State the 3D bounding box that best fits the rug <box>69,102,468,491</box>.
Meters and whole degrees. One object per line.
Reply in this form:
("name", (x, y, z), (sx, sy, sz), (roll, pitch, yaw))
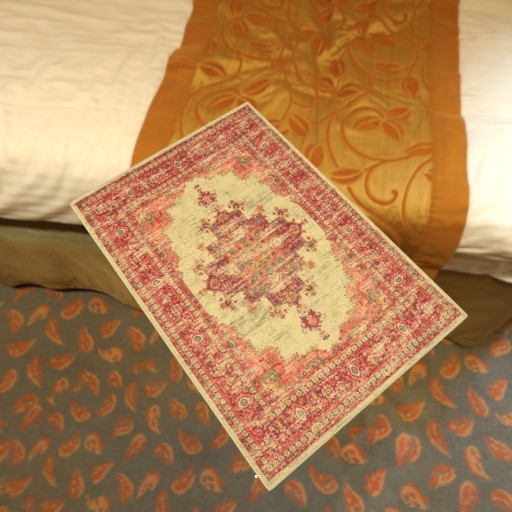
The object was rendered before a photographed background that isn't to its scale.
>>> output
("rug", (0.000, 0.000, 3.719), (2.005, 0.014, 2.878), (-35, 69, -16))
